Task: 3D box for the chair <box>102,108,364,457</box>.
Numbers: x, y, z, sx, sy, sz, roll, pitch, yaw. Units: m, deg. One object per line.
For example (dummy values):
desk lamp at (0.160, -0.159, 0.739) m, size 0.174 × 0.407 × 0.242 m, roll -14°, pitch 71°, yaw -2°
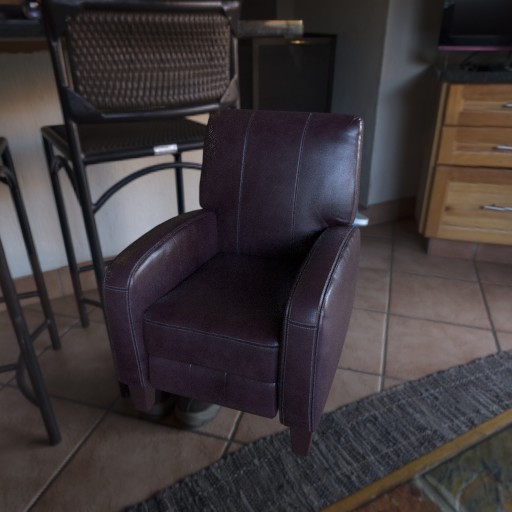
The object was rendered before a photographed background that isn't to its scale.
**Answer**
chair at (0.000, 0.000, 1.718) m, size 0.762 × 0.990 × 0.990 m, roll 8°, pitch 27°, yaw 17°
